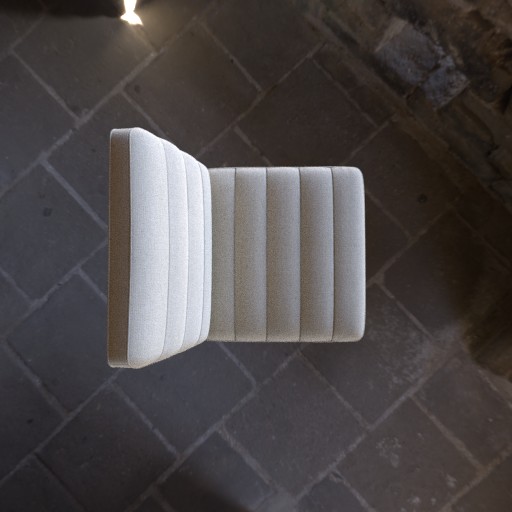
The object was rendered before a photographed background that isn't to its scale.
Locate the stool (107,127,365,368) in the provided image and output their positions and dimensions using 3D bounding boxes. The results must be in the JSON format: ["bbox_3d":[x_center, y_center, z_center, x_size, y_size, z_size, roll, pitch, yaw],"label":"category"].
[{"bbox_3d":[0.000,0.000,1.322,0.560,1.040,0.460,0,88,-1],"label":"stool"}]
